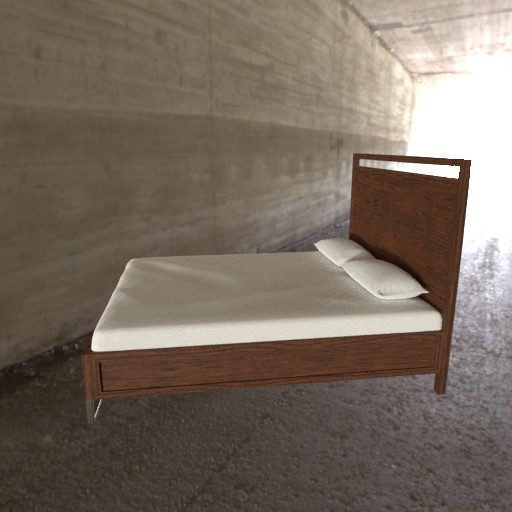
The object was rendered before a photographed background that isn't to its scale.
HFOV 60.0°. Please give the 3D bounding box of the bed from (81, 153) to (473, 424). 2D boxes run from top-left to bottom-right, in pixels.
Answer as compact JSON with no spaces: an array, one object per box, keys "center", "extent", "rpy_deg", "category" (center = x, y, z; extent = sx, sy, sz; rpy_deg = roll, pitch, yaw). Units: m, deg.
[{"center":[0.000,0.000,3.375],"extent":[2.218,1.487,1.765],"rpy_deg":[-2,14,-8],"category":"bed"}]
